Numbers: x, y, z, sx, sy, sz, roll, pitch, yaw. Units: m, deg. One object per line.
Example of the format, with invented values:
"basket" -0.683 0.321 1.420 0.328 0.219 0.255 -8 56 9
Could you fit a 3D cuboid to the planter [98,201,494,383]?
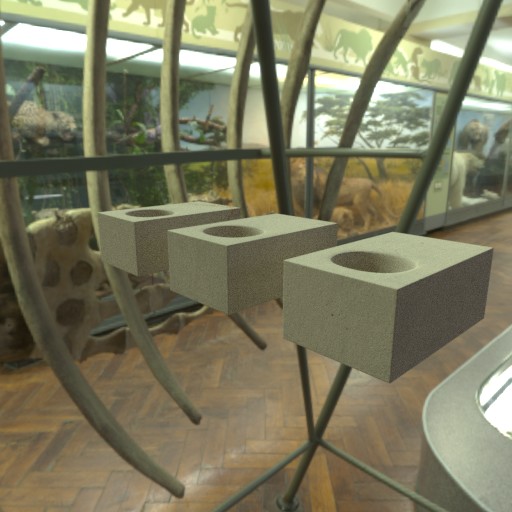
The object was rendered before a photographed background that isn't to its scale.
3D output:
"planter" 0.000 0.000 0.380 0.127 0.051 0.333 -13 20 -42
